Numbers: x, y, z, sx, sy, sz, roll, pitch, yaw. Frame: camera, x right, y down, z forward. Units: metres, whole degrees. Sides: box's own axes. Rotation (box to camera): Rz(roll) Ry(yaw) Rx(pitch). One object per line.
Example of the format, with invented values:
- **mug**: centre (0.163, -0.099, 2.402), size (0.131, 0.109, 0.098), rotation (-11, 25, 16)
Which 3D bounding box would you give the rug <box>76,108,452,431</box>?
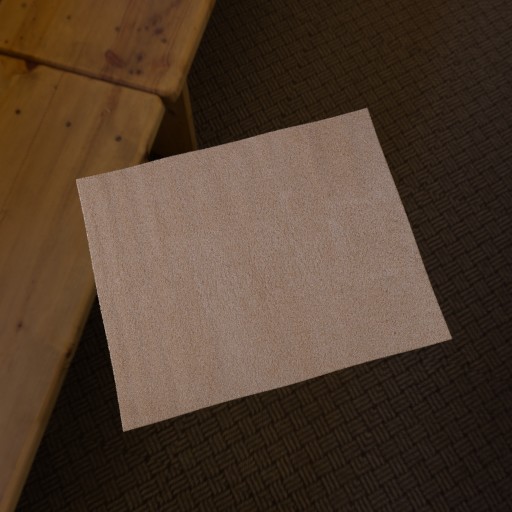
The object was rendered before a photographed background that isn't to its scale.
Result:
- **rug**: centre (0.000, 0.000, 4.167), size (3.000, 0.025, 2.400), rotation (-15, 77, -3)
